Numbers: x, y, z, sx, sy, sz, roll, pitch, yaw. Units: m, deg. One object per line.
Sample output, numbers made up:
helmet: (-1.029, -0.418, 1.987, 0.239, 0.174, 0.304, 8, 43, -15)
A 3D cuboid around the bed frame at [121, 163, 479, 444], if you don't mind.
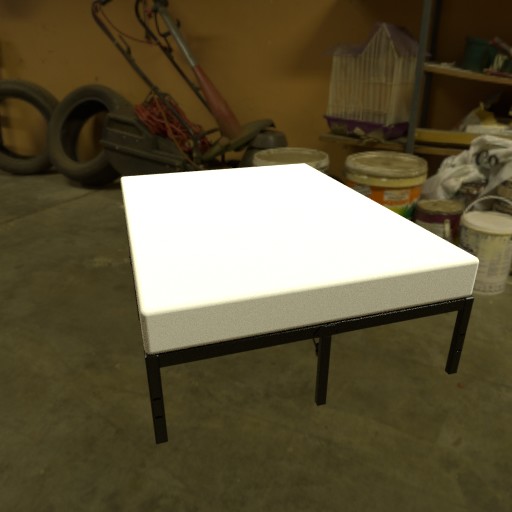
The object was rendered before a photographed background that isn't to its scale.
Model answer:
bed frame: (0.000, 0.000, 2.851, 1.557, 0.659, 2.072, -7, 26, -16)
